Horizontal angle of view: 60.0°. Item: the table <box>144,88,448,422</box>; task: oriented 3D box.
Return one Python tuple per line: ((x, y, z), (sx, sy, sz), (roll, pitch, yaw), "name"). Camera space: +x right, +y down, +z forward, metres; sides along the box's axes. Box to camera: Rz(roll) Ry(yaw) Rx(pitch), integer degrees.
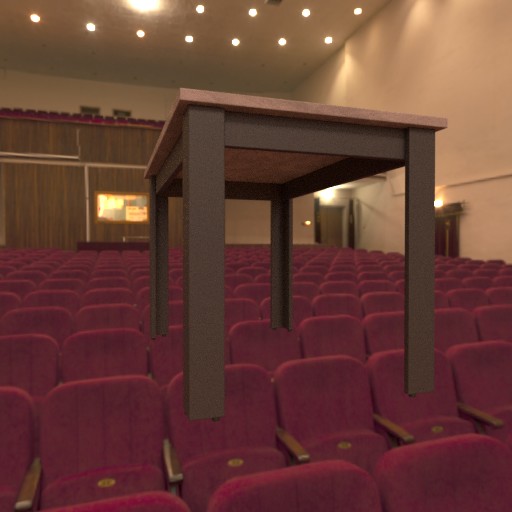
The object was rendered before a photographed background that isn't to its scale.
((0.000, 0.000, 1.581), (0.700, 0.734, 1.100), (0, 1, -18), "table")
